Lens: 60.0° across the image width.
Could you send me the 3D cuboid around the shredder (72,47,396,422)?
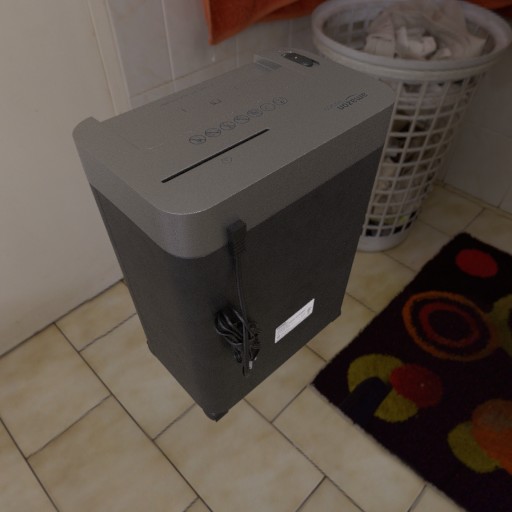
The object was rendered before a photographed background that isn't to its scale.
[{"bbox_3d":[0.000,0.000,0.598,0.311,0.419,0.237,-34,55,-28],"label":"shredder"}]
